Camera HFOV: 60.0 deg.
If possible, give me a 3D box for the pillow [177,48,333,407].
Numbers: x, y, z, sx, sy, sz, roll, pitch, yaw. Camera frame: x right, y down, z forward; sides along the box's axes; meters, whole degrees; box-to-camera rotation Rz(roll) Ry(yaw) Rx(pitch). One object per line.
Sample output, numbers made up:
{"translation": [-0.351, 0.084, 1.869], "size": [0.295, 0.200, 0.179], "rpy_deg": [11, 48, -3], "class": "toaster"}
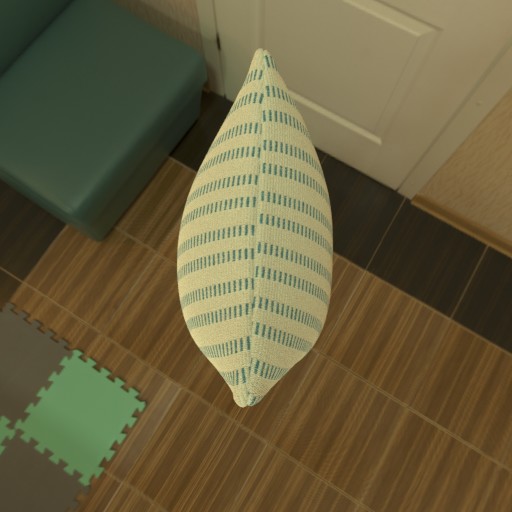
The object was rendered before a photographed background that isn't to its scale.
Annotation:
{"translation": [0.000, 0.000, 0.700], "size": [0.247, 0.419, 0.438], "rpy_deg": [2, 75, 1], "class": "pillow"}
